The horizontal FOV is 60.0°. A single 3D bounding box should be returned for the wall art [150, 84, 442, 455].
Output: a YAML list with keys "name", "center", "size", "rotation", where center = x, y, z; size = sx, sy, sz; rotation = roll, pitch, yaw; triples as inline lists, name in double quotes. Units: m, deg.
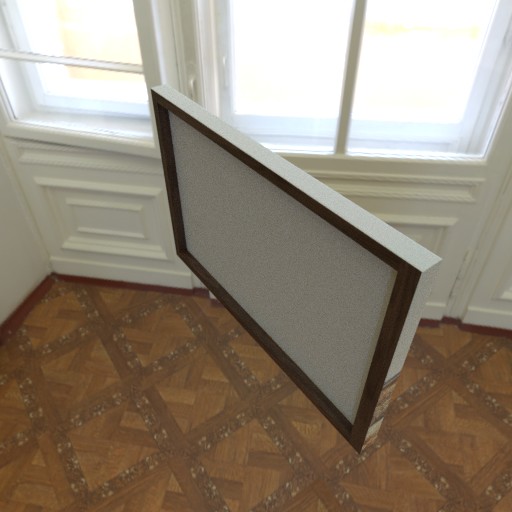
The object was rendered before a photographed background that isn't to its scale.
- name: "wall art"
  center: [0.000, 0.000, 1.156]
  size: [0.050, 0.610, 0.914]
  rotation: [-26, 48, -26]
